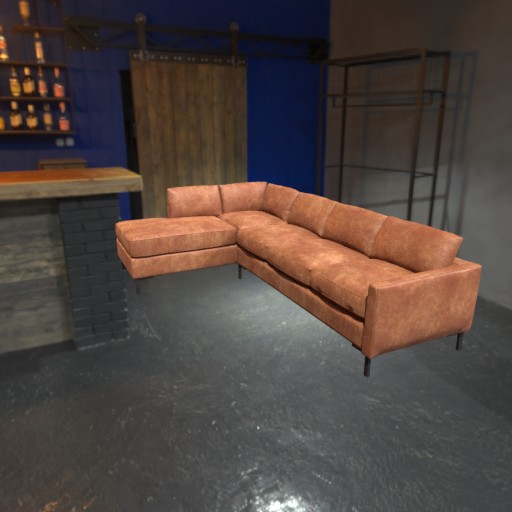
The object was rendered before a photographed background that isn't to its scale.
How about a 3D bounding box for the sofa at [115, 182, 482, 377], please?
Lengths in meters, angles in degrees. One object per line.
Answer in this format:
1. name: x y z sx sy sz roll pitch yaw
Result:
1. sofa: 0.000 0.000 3.891 1.938 0.877 2.984 -8 19 -25
